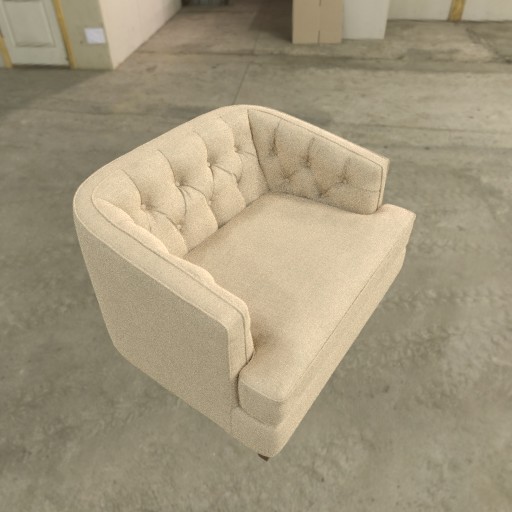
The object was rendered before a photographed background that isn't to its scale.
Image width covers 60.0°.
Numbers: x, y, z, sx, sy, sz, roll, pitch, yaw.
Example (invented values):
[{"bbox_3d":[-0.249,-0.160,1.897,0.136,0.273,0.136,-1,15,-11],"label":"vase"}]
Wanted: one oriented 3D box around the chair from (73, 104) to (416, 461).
[{"bbox_3d":[0.000,0.000,1.750,0.914,0.787,1.118,24,46,26],"label":"chair"}]
